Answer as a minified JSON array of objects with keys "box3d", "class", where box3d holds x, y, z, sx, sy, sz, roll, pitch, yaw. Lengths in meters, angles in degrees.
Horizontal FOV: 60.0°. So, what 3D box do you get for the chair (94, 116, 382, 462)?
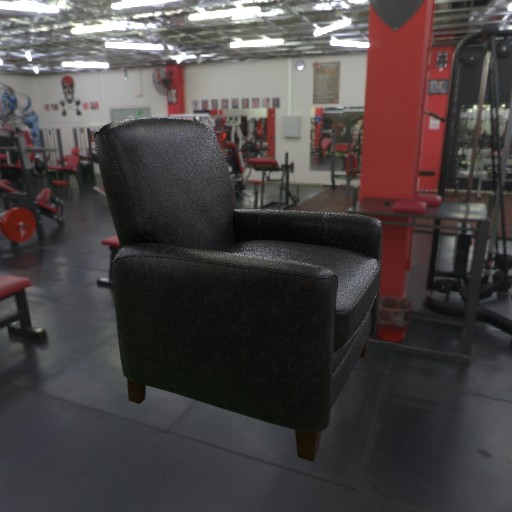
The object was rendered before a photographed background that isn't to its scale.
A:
[{"box3d":[0.000,0.000,1.678,0.864,1.014,0.848,8,18,25],"class":"chair"}]
